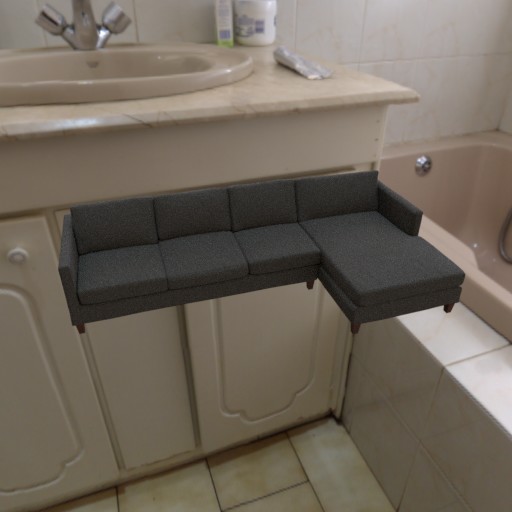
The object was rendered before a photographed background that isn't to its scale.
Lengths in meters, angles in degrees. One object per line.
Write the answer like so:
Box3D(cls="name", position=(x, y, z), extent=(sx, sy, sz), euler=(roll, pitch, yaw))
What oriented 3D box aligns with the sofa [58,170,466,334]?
Box3D(cls="sofa", position=(0.000, 0.000, 3.912), extent=(3.186, 0.846, 1.625), euler=(-9, 33, -15))
